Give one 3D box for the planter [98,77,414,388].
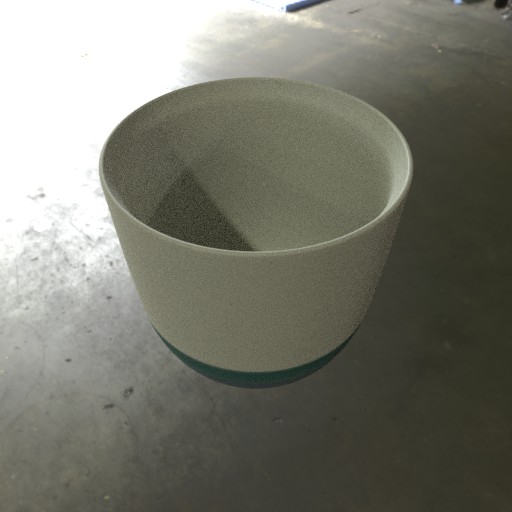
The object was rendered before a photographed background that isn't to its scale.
[{"bbox_3d":[0.000,0.000,0.371,0.204,0.214,0.204,0,46,0],"label":"planter"}]
